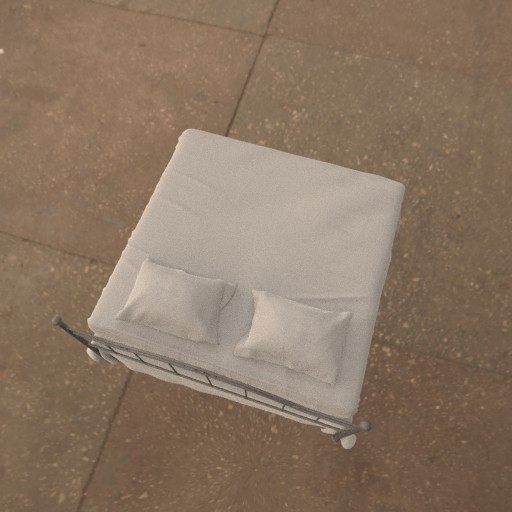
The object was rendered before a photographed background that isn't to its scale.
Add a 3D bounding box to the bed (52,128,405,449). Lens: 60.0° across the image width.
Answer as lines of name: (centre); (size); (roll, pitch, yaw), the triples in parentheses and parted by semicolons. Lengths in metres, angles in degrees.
bed: (0.000, 0.000, 3.550); (2.309, 1.080, 2.220); (17, 65, 8)
